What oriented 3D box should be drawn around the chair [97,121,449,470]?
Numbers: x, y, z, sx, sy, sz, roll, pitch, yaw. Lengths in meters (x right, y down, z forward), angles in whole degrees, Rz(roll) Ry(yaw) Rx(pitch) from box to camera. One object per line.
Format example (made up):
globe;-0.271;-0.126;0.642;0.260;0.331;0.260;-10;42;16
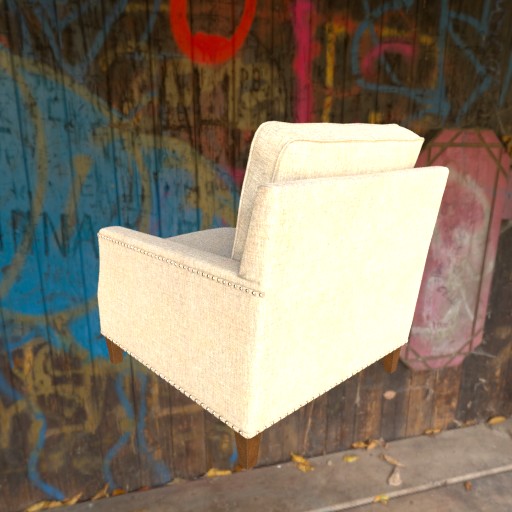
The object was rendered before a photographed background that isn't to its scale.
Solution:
chair;0.000;0.000;1.656;0.853;0.943;1.014;-14;21;-41
